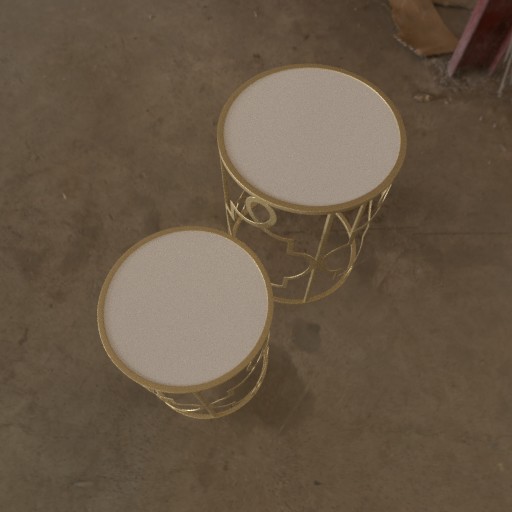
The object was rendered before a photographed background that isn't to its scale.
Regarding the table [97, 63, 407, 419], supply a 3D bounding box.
[{"bbox_3d":[0.000,0.000,1.166,0.420,0.564,0.846,33,69,14],"label":"table"}]
